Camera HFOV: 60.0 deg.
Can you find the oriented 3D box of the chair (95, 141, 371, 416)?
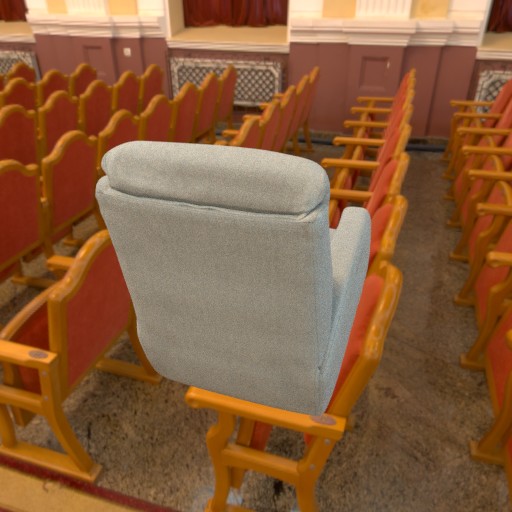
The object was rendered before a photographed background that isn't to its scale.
[{"bbox_3d":[0.000,0.000,1.660,0.794,1.016,0.940,10,32,16],"label":"chair"}]
